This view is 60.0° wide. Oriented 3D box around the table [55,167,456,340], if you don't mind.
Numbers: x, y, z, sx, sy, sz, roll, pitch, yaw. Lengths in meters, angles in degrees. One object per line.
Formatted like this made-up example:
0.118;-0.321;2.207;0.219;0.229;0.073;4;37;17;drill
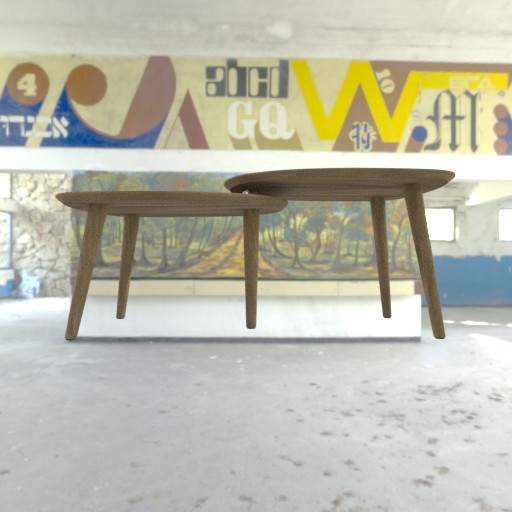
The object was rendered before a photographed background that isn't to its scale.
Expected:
0.000;0.000;1.328;1.084;0.429;0.527;0;0;-1;table
